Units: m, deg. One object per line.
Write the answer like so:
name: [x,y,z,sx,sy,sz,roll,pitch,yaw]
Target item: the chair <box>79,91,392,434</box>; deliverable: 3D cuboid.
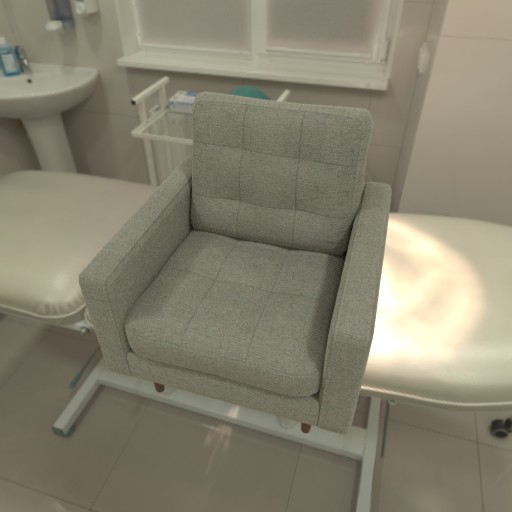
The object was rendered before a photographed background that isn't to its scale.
chair: [0.000,0.000,1.515,0.821,0.880,0.843,11,41,13]
